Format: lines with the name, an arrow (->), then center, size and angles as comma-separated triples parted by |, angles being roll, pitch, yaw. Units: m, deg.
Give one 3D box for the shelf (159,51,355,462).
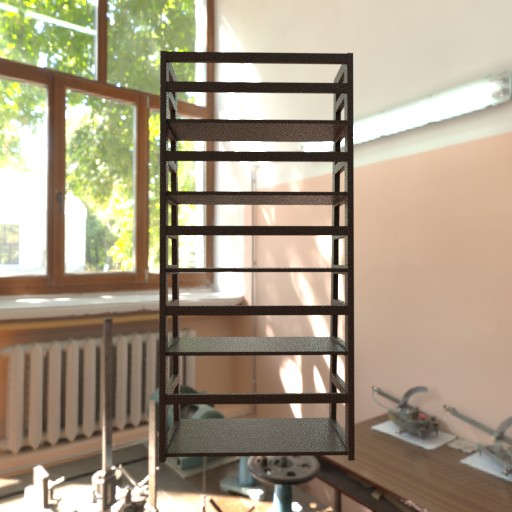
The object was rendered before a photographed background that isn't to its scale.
shelf -> 0.000, 0.000, 1.931 | 0.763, 1.600, 0.403 | 0, -1, -1
